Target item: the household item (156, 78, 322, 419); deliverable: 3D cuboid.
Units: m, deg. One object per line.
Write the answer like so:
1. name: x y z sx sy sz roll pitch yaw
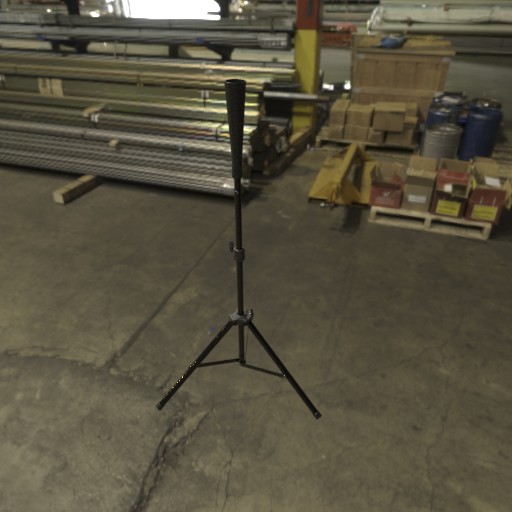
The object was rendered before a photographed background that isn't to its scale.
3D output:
1. household item: 0.000 0.000 1.411 0.559 1.067 0.559 10 34 16
